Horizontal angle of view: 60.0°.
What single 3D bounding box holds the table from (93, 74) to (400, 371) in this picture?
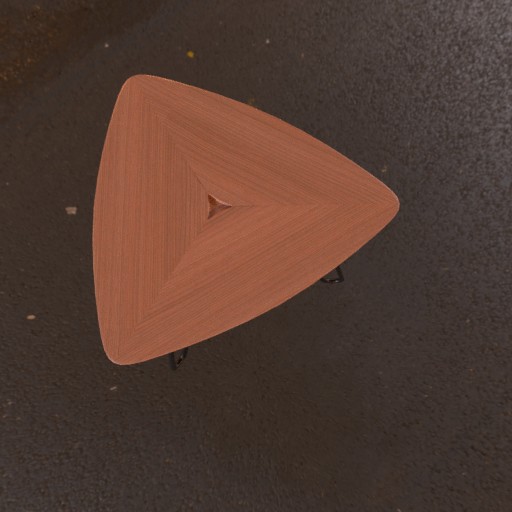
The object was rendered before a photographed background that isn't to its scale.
[{"bbox_3d":[0.000,0.000,0.893,0.455,0.564,0.442,-1,75,0],"label":"table"}]
